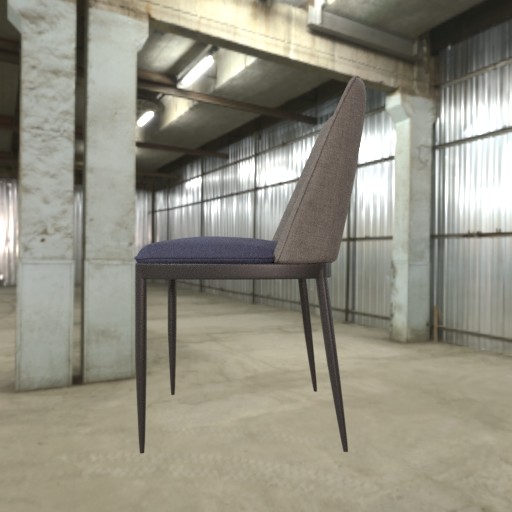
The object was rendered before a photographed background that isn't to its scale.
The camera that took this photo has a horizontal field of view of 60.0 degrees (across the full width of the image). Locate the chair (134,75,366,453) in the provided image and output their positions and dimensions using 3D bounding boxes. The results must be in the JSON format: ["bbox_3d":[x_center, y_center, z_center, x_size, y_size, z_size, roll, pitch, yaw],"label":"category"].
[{"bbox_3d":[0.000,0.000,1.172,0.550,0.855,0.488,0,0,-1],"label":"chair"}]
